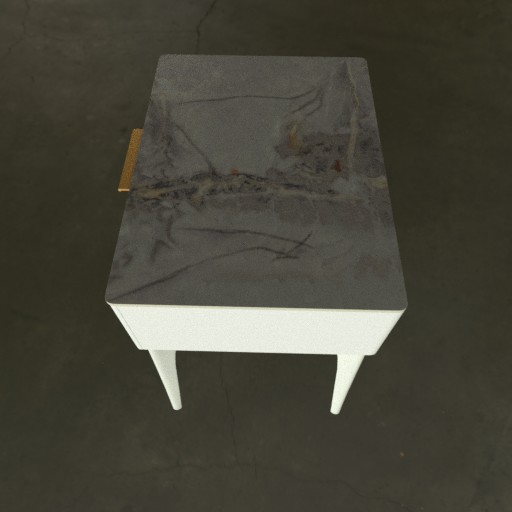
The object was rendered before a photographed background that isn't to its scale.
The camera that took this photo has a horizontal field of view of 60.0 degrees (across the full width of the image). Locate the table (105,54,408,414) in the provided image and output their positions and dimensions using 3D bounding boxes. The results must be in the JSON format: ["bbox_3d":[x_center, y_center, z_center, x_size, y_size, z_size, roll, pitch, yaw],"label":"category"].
[{"bbox_3d":[0.000,0.000,0.913,0.400,0.570,0.500,1,58,1],"label":"table"}]
